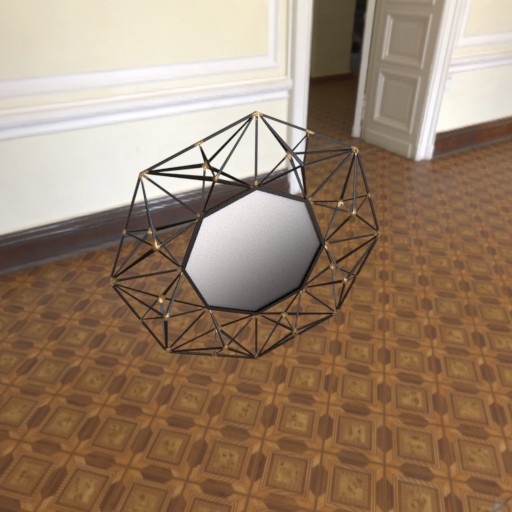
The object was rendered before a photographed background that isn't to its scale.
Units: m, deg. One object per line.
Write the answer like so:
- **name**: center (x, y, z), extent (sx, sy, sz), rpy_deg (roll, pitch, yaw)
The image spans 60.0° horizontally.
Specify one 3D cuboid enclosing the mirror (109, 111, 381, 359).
- **mirror**: center (0.000, 0.000, 1.109), extent (0.710, 0.710, 0.094), rpy_deg (-10, 34, -16)
